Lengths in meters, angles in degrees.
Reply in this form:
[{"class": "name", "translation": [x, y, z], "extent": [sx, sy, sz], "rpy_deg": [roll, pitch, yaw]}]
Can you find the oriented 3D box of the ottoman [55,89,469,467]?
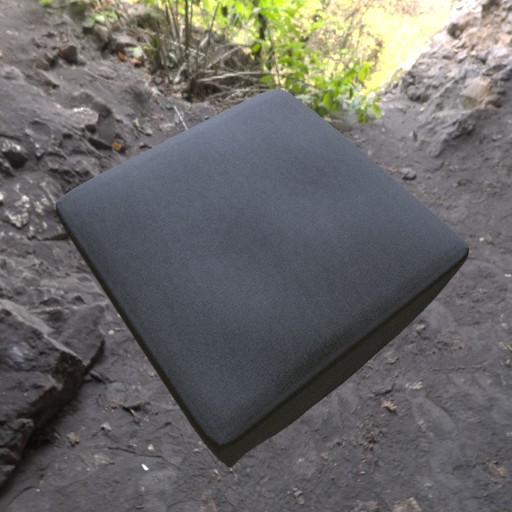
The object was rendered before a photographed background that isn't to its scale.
[{"class": "ottoman", "translation": [0.000, 0.000, 1.337], "extent": [0.843, 0.441, 0.842], "rpy_deg": [-33, 65, -18]}]
